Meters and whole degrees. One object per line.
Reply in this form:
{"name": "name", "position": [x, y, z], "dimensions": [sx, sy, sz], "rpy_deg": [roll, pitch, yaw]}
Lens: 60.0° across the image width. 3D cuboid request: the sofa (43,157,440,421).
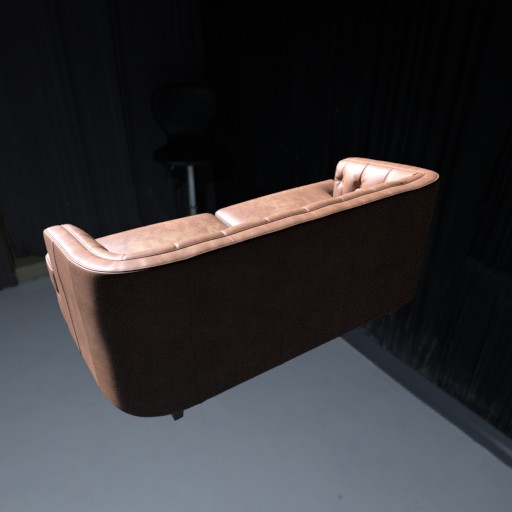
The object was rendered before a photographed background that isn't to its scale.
{"name": "sofa", "position": [0.000, 0.000, 2.162], "dimensions": [1.755, 0.786, 0.914], "rpy_deg": [-18, 35, -28]}
